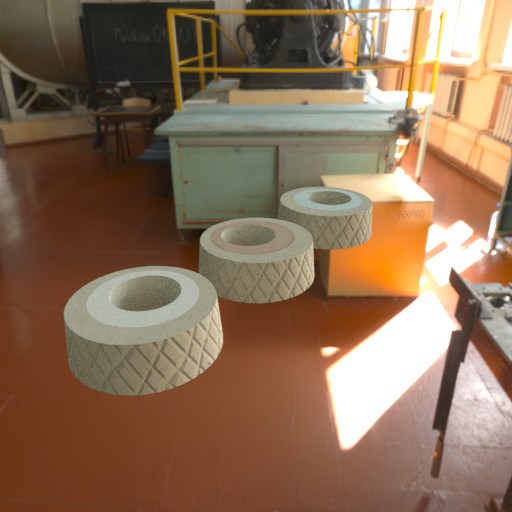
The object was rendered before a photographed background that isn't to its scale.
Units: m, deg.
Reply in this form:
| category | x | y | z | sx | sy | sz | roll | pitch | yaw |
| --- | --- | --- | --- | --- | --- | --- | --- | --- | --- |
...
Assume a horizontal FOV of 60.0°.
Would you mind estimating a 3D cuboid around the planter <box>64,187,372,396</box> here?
| category | x | y | z | sx | sy | sz | roll | pitch | yaw |
| --- | --- | --- | --- | --- | --- | --- | --- | --- | --- |
| planter | 0.000 | 0.000 | 0.429 | 0.114 | 0.038 | 0.390 | 18 | 31 | 32 |
